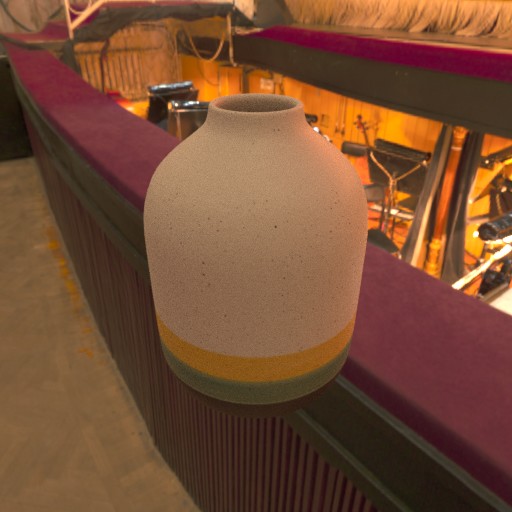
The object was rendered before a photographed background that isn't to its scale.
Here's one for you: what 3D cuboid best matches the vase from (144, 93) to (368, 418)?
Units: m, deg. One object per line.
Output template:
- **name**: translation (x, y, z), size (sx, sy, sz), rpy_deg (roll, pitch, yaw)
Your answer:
- **vase**: translation (0.000, 0.000, 0.359), size (0.169, 0.240, 0.169), rpy_deg (0, 31, 0)
